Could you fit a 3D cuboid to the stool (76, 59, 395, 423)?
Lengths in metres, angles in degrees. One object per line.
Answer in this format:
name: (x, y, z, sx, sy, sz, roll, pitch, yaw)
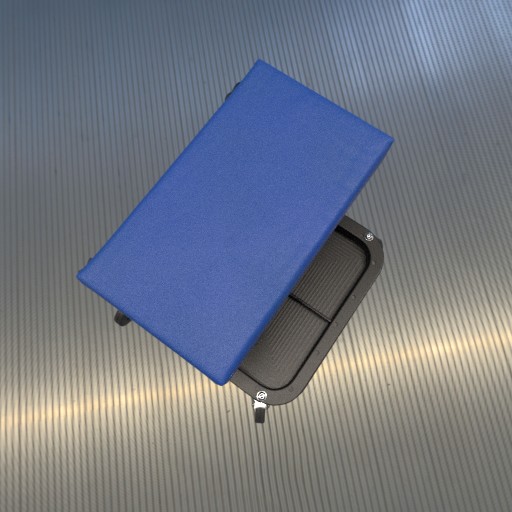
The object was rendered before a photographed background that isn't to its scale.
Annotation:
stool: (0.000, 0.000, 0.709, 0.371, 0.380, 0.446, 34, 77, 9)
